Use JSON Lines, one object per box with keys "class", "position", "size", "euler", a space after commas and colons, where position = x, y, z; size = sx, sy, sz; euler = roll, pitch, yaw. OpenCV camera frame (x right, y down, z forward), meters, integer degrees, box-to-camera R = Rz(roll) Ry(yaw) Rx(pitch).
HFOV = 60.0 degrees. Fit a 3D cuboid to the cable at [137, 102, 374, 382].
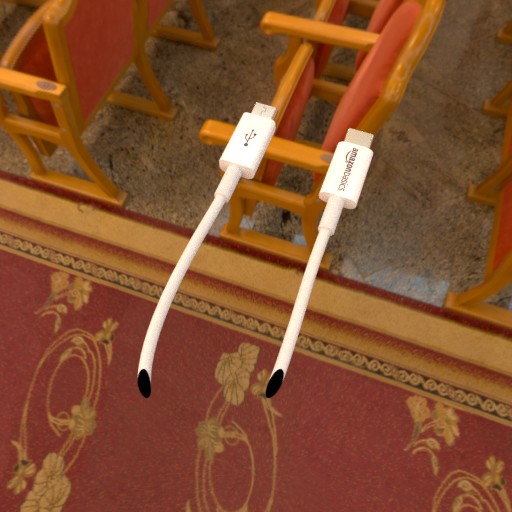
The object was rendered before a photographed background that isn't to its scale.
{"class": "cable", "position": [0.000, 0.000, 0.114], "size": [0.040, 0.006, 0.098], "euler": [19, 65, 9]}
